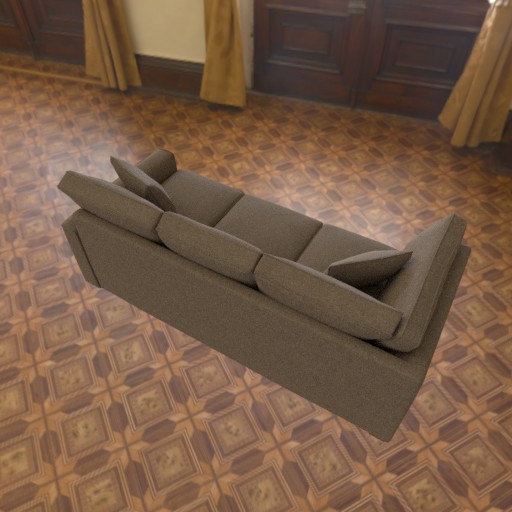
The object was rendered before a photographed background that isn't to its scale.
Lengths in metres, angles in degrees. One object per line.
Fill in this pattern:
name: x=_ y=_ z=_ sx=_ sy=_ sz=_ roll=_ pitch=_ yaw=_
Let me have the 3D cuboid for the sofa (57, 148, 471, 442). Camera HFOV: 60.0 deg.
sofa: x=0.000 y=0.000 z=2.843 sx=2.317 sy=0.962 sz=1.061 roll=24 pitch=51 yaw=21
